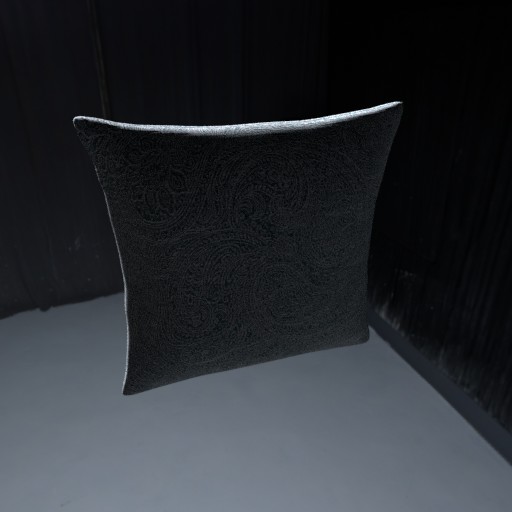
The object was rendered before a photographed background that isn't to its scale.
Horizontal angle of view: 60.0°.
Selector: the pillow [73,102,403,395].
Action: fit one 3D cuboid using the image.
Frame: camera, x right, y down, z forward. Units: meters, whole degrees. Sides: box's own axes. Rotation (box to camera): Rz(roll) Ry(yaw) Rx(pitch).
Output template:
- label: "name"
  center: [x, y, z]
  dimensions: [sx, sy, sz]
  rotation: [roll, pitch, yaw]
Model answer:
- label: "pillow"
  center: [0.000, 0.000, 0.791]
  dimensions: [0.526, 0.507, 0.166]
  rotation: [-8, 28, -16]
